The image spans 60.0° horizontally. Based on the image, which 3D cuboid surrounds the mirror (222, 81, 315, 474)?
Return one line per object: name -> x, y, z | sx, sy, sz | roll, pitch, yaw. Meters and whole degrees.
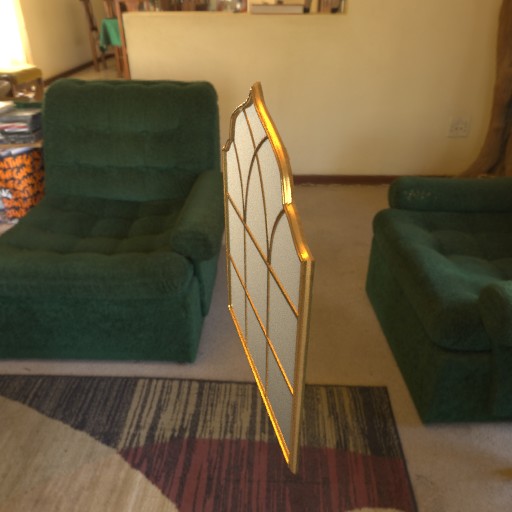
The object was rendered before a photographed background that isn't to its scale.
mirror -> 0.000, 0.000, 0.856 | 0.018, 0.635, 0.513 | -8, 32, -14
